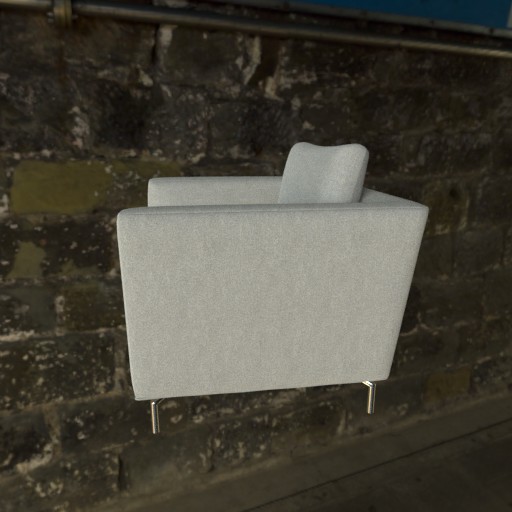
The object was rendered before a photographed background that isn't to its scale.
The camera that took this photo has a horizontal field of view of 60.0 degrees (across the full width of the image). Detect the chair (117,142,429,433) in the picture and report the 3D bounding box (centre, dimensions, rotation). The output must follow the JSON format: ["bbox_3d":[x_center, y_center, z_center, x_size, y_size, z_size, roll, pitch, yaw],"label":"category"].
[{"bbox_3d":[0.000,0.000,1.747,0.889,0.864,1.041,-2,15,-8],"label":"chair"}]
